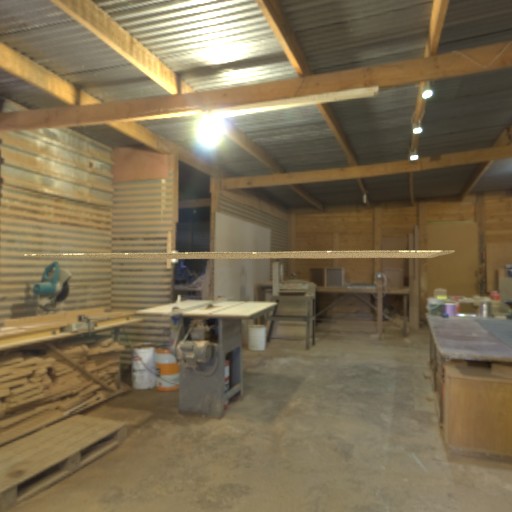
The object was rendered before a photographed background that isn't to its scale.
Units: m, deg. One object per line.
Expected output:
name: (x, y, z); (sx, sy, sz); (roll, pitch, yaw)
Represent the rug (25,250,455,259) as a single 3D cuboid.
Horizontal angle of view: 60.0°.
rug: (0.000, 0.000, 4.445); (3.419, 0.020, 2.441); (0, -1, 18)
